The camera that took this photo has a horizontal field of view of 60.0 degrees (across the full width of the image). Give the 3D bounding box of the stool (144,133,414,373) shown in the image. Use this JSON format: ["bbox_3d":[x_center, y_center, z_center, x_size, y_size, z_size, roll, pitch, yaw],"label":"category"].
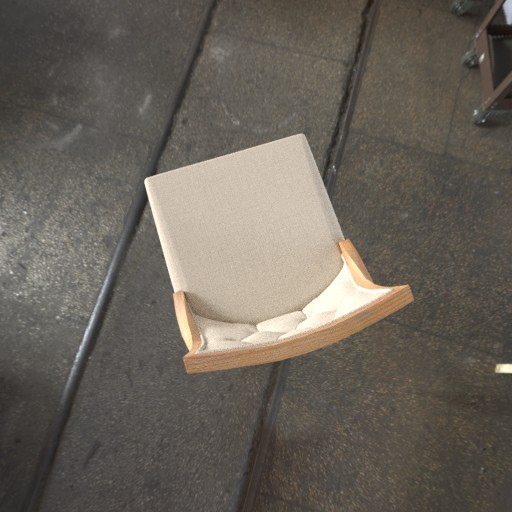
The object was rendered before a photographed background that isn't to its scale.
[{"bbox_3d":[0.000,0.000,1.319,0.524,0.938,0.626,-17,76,-4],"label":"stool"}]
